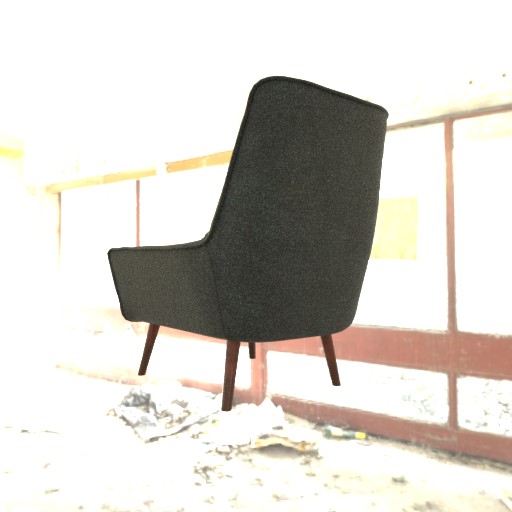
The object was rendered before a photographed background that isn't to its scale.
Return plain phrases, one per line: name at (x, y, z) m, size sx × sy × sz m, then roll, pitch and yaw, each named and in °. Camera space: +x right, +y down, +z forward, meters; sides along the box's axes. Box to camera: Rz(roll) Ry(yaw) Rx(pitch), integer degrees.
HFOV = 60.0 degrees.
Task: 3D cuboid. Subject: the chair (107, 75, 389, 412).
chair at (0.000, 0.000, 1.521) m, size 0.763 × 0.883 × 0.859 m, roll 1°, pitch -2°, yaw -36°
